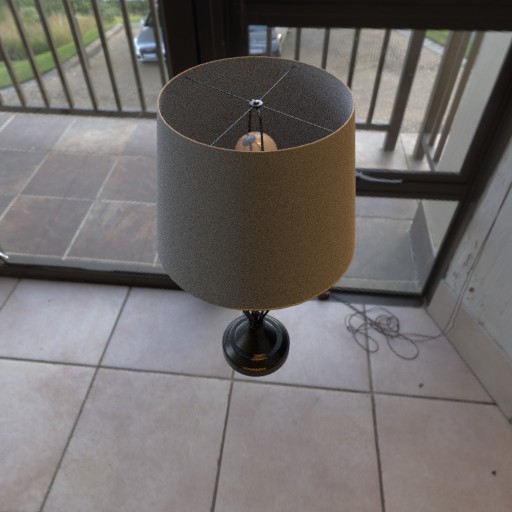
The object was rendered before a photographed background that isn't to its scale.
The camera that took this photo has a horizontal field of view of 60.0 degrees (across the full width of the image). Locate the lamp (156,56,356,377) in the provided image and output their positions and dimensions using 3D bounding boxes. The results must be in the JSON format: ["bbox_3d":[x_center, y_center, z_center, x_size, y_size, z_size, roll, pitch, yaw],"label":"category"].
[{"bbox_3d":[0.000,0.000,0.785,0.331,0.594,0.331,0,46,0],"label":"lamp"}]
